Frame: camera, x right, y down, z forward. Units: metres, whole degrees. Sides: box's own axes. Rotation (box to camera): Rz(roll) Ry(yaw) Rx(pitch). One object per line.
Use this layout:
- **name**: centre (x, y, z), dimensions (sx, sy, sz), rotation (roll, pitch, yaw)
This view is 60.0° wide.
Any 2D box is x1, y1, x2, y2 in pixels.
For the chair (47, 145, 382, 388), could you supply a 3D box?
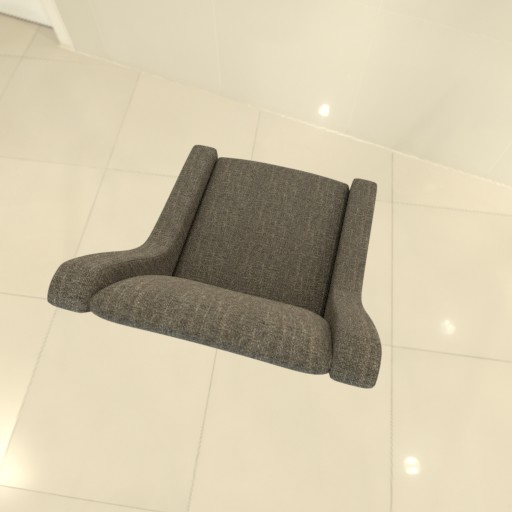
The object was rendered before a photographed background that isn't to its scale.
- **chair**: centre (0.000, 0.000, 1.624), dimensions (0.793, 1.012, 0.944), rotation (13, 65, 7)
